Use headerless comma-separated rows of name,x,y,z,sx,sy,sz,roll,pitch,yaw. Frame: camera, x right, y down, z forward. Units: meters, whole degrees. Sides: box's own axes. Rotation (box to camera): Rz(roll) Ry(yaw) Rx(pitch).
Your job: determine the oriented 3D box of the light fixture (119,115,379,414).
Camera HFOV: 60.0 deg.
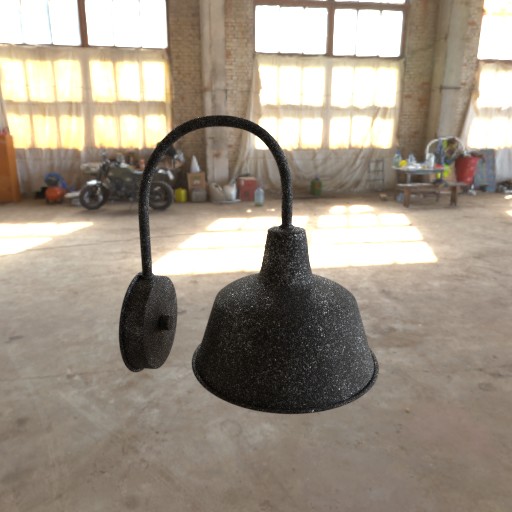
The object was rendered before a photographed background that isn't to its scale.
light fixture,0.000,0.000,0.494,0.283,0.300,0.216,3,16,9
